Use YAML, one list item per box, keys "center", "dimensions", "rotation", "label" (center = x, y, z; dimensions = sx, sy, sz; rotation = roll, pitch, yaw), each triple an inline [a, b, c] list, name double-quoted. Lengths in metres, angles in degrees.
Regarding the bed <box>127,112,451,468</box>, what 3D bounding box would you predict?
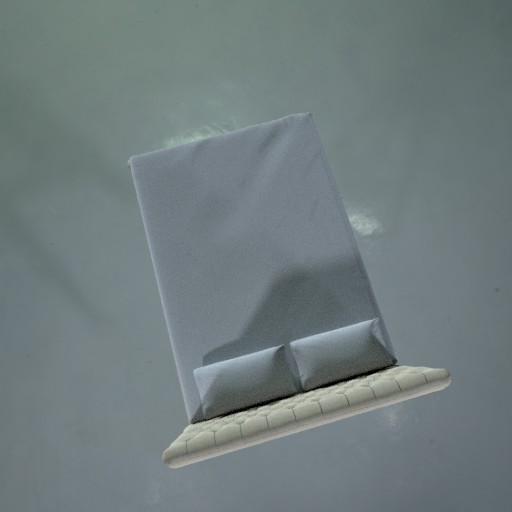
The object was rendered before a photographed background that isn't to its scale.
- center: [0.000, 0.000, 3.400]
  dimensions: [1.698, 1.427, 2.387]
  rotation: [-15, 78, -3]
  label: "bed"
